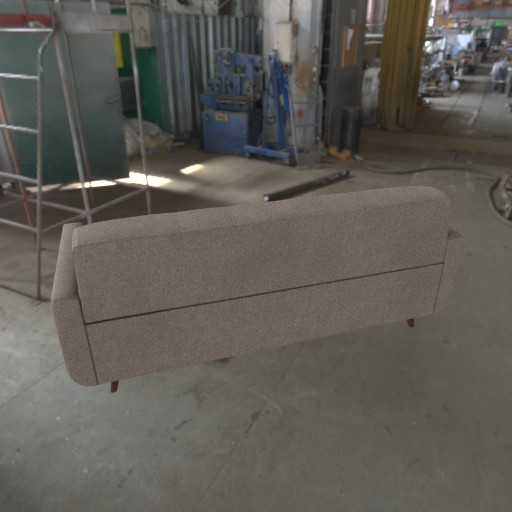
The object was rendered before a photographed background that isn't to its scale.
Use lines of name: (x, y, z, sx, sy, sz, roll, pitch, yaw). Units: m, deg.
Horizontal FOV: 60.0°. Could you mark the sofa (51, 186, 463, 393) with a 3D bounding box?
sofa: (0.000, 0.000, 2.499, 2.029, 0.841, 0.909, -8, 28, -16)
